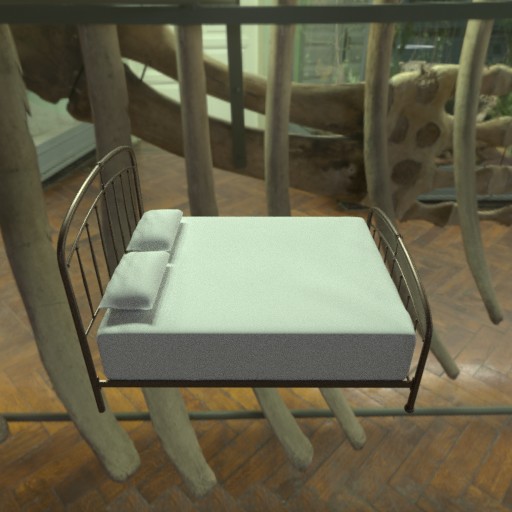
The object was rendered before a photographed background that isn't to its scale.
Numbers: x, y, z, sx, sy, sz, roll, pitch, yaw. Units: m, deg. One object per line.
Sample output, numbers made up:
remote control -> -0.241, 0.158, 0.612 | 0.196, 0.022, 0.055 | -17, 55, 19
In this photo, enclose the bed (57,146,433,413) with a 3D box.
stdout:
bed -> 0.000, 0.000, 3.352 | 2.168, 1.475, 1.711 | 0, 32, 0
